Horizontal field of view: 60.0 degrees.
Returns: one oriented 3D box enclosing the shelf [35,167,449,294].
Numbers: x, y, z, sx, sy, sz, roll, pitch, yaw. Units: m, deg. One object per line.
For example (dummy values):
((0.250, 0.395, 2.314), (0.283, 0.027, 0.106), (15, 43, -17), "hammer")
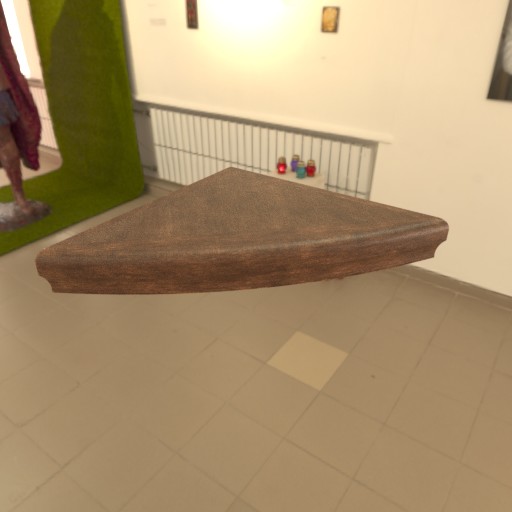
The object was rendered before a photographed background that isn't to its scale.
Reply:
((0.000, 0.000, 0.470), (0.310, 0.050, 0.310), (20, 36, 30), "shelf")
